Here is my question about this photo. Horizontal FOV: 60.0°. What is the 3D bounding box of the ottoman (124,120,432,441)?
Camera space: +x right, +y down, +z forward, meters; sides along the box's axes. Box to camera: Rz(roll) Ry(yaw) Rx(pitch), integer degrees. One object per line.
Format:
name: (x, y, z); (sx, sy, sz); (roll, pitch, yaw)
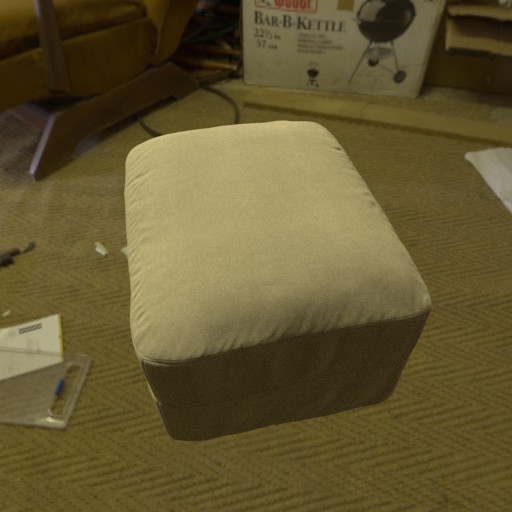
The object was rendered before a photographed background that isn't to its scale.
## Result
ottoman: (0.000, 0.000, 1.104); (0.584, 0.480, 0.712); (-10, 48, -9)
